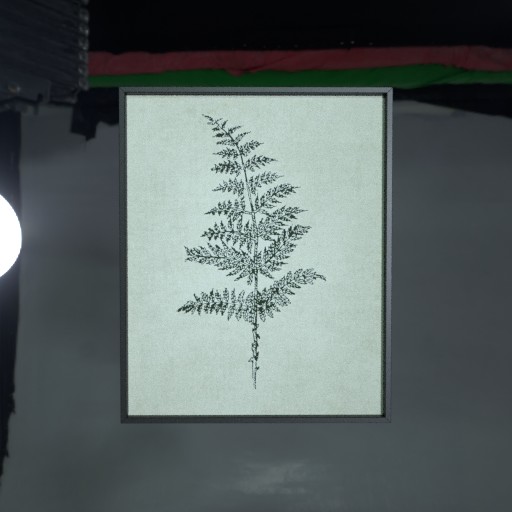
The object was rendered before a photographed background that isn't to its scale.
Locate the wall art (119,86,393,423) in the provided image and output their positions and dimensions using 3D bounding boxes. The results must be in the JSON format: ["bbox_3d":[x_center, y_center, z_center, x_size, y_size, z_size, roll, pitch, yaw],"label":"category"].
[{"bbox_3d":[0.000,0.000,0.749,0.449,0.555,0.039,0,1,0],"label":"wall art"}]
